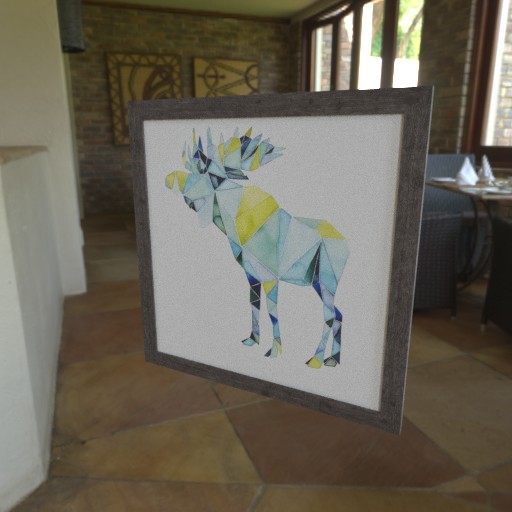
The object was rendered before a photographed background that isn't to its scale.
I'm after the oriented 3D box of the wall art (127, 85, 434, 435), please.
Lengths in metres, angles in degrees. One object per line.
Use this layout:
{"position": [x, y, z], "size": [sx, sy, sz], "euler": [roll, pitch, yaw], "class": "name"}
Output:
{"position": [0.000, 0.000, 0.666], "size": [0.457, 0.457, 0.013], "euler": [8, 17, 27], "class": "wall art"}
